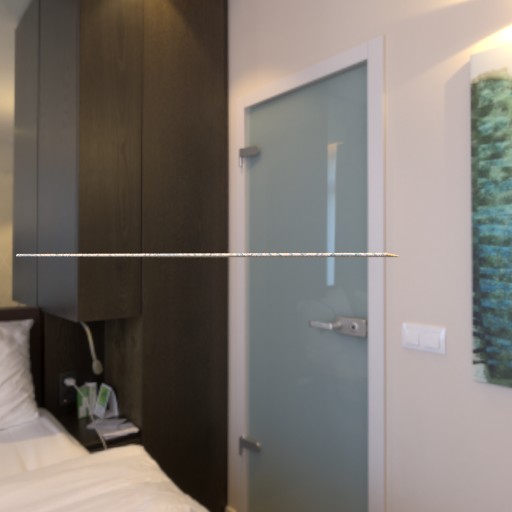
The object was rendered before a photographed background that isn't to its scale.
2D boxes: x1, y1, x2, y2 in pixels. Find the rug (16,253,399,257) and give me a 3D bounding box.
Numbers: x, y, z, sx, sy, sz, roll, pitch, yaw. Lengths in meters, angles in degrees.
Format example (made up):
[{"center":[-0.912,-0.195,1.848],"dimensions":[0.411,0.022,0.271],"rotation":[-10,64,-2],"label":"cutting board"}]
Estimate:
[{"center":[0.000,0.000,4.091],"dimensions":[2.457,0.015,3.049],"rotation":[0,0,19],"label":"rug"}]
